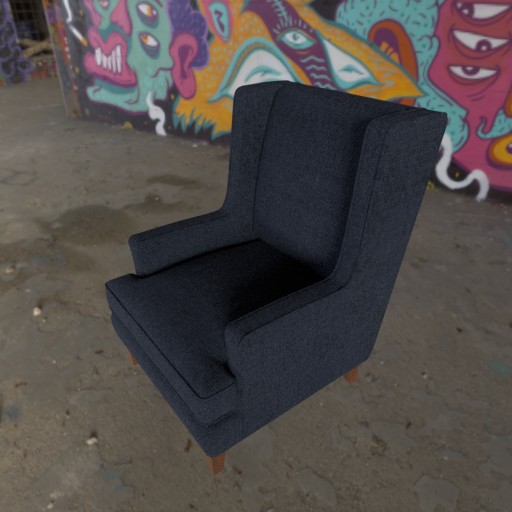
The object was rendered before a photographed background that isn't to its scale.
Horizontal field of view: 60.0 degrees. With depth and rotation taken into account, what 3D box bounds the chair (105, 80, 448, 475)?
[{"bbox_3d":[0.000,0.000,1.656,0.947,1.072,0.764,-21,37,-31],"label":"chair"}]
